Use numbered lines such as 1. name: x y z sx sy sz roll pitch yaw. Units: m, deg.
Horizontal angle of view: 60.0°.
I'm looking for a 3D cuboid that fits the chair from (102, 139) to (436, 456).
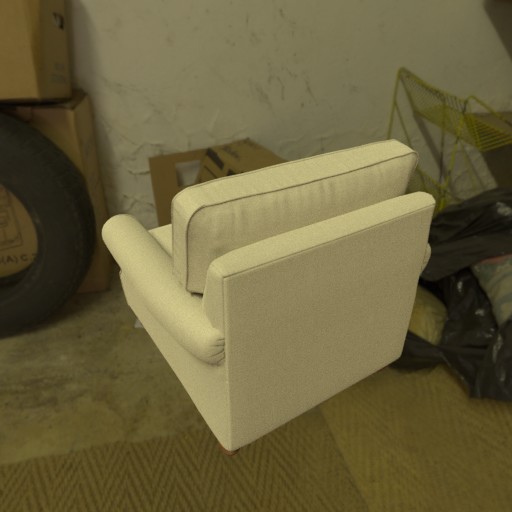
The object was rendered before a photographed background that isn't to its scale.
1. chair: 0.000 0.000 1.772 1.029 0.967 0.966 -19 36 -27
